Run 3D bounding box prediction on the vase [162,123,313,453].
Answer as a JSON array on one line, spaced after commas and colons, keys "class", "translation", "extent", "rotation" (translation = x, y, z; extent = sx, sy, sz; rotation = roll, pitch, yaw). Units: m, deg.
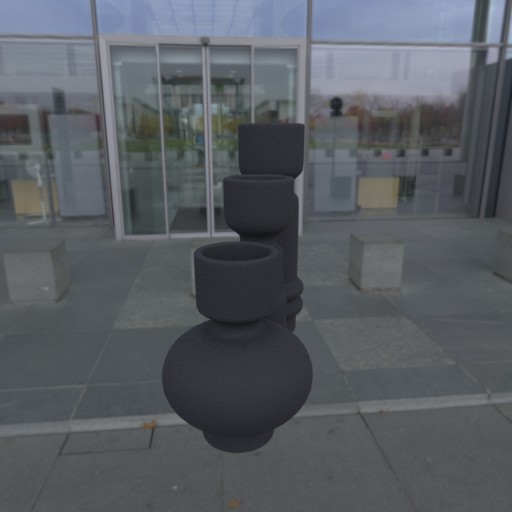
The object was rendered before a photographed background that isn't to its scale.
[{"class": "vase", "translation": [0.000, 0.000, 0.427], "extent": [0.120, 0.249, 0.307], "rotation": [2, 16, 9]}]
